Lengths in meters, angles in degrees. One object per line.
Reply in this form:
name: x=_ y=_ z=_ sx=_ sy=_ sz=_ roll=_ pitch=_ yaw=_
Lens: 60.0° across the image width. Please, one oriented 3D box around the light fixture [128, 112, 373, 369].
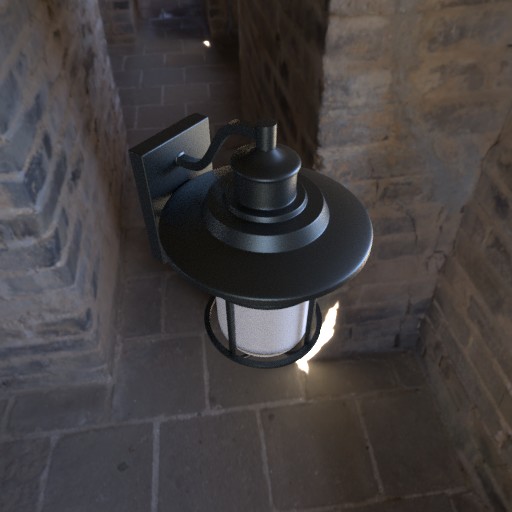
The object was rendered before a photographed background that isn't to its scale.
light fixture: x=0.000 y=0.000 z=0.520 sx=0.252 sy=0.345 sz=0.222 roll=27 pitch=50 yaw=25
